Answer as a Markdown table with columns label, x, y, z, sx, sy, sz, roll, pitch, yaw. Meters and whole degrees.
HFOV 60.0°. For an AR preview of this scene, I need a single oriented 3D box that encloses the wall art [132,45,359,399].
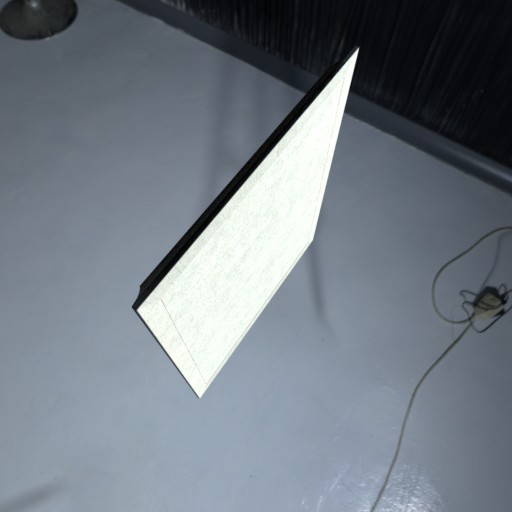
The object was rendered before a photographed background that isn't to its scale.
| label | x | y | z | sx | sy | sz | roll | pitch | yaw |
| --- | --- | --- | --- | --- | --- | --- | --- | --- | --- |
| wall art | 0.000 | 0.000 | 0.639 | 0.023 | 0.457 | 0.381 | 31 | 68 | 15 |
